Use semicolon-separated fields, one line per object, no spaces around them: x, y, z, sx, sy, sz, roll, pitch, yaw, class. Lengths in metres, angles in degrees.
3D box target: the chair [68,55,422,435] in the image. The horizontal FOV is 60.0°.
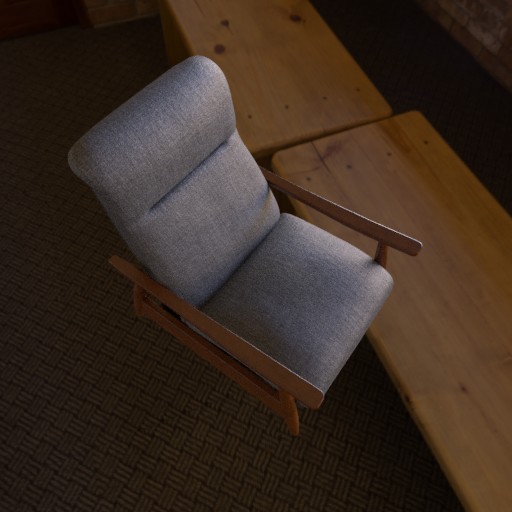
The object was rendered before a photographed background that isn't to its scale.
0.000;0.000;1.760;1.030;1.082;0.762;32;64;18;chair
